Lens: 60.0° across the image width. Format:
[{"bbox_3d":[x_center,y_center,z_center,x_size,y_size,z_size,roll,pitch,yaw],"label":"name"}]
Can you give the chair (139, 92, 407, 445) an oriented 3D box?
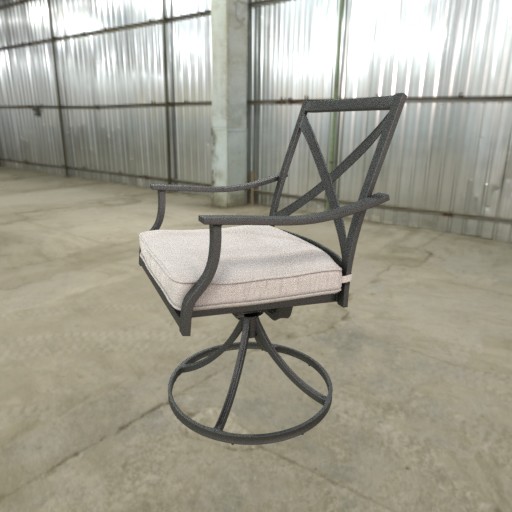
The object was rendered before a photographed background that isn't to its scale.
[{"bbox_3d":[0.000,0.000,1.302,0.620,0.889,0.575,-7,18,-23],"label":"chair"}]
